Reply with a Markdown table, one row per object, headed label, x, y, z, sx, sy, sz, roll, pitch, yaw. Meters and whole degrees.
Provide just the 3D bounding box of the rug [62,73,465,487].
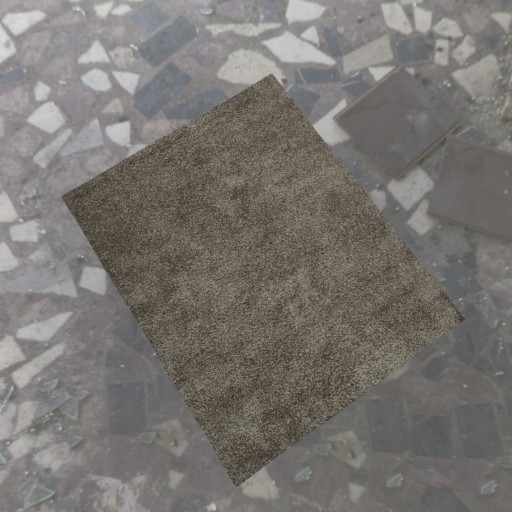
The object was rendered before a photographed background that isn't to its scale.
| label | x | y | z | sx | sy | sz | roll | pitch | yaw |
| --- | --- | --- | --- | --- | --- | --- | --- | --- | --- |
| rug | 0.000 | 0.000 | 4.024 | 2.401 | 0.025 | 3.000 | -33 | 78 | -8 |
